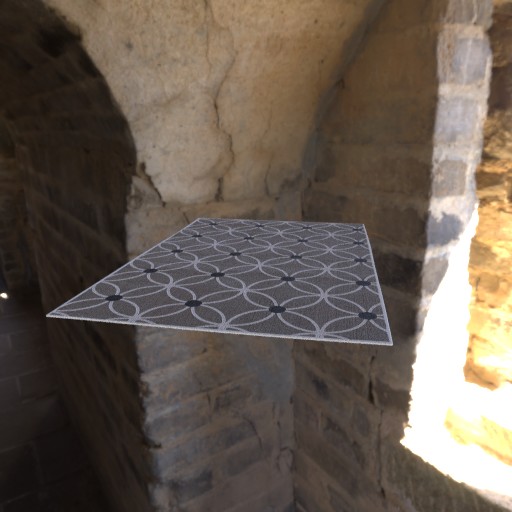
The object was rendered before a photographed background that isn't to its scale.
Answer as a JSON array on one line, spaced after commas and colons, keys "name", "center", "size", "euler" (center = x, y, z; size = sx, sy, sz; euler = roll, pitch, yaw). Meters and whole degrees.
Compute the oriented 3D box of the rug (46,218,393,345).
[{"name": "rug", "center": [0.000, 0.000, 2.940], "size": [1.522, 0.008, 2.284], "euler": [3, 16, 10]}]
